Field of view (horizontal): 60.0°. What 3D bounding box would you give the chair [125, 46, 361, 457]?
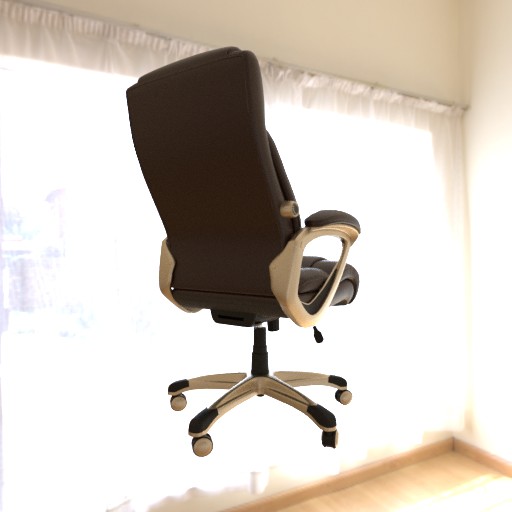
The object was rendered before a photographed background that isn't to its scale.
[{"bbox_3d":[0.000,0.000,1.597,0.692,1.194,0.749,1,2,36],"label":"chair"}]
